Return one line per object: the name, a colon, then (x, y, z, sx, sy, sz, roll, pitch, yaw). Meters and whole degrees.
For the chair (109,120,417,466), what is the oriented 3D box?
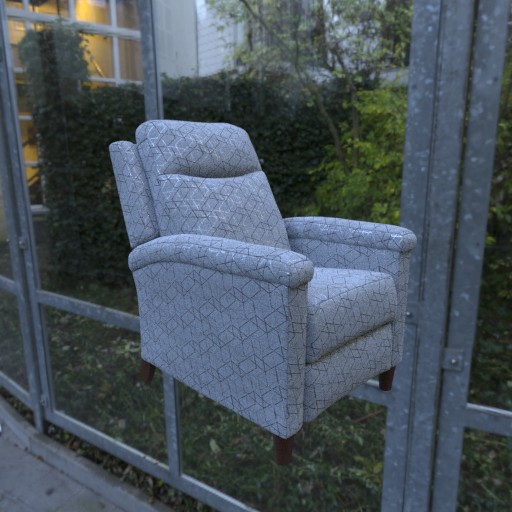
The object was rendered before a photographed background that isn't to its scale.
chair: (0.000, 0.000, 1.739, 0.753, 1.048, 0.987, -12, 18, -43)
